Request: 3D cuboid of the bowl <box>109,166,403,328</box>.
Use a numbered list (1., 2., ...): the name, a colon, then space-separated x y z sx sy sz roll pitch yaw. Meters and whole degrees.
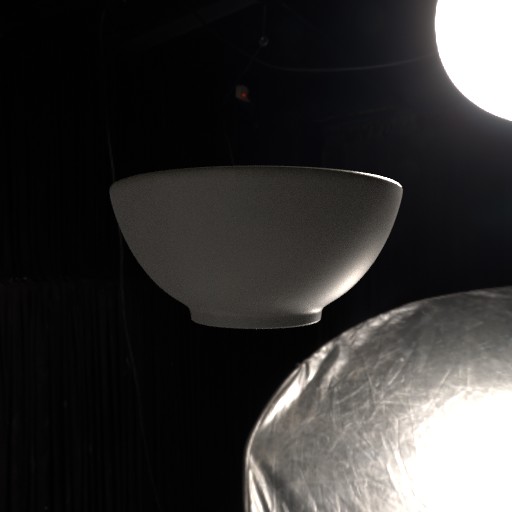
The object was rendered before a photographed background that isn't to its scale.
1. bowl: 0.000 0.000 0.427 0.268 0.121 0.268 0 0 0
